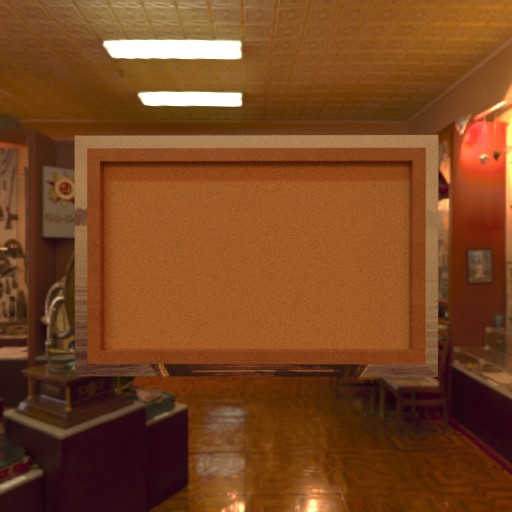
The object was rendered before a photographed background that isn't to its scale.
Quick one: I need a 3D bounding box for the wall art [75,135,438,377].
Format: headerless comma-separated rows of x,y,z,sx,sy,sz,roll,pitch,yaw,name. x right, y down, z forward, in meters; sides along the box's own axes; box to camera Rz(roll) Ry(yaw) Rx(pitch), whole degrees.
0.000,0.000,1.135,0.916,0.609,0.037,0,0,0,wall art
